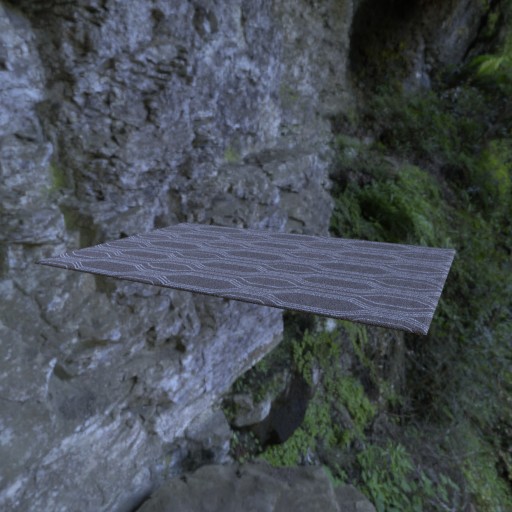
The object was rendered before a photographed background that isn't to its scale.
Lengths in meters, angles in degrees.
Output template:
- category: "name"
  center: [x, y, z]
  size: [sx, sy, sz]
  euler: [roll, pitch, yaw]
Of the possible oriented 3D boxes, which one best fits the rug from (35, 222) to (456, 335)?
- category: "rug"
  center: [0.000, 0.000, 2.317]
  size: [1.836, 0.012, 1.239]
  euler: [7, 16, 27]
